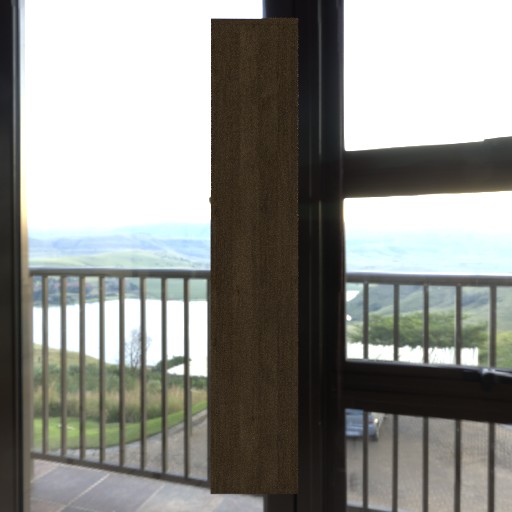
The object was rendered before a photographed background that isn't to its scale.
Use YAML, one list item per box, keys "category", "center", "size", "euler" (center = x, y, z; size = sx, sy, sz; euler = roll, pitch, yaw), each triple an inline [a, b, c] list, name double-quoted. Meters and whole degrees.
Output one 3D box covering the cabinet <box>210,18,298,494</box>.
- category: "cabinet"
  center: [0.000, 0.000, 1.567]
  size: [0.250, 1.280, 0.750]
  euler: [0, 0, 0]
